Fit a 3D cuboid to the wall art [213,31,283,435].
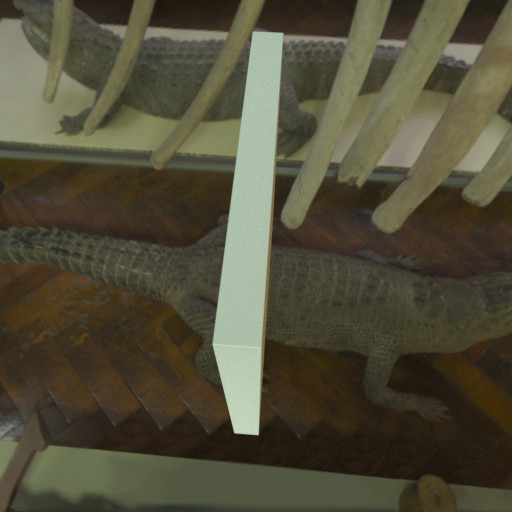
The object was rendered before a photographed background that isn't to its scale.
[{"bbox_3d":[0.000,0.000,0.621,0.038,0.406,0.406,4,59,2],"label":"wall art"}]
